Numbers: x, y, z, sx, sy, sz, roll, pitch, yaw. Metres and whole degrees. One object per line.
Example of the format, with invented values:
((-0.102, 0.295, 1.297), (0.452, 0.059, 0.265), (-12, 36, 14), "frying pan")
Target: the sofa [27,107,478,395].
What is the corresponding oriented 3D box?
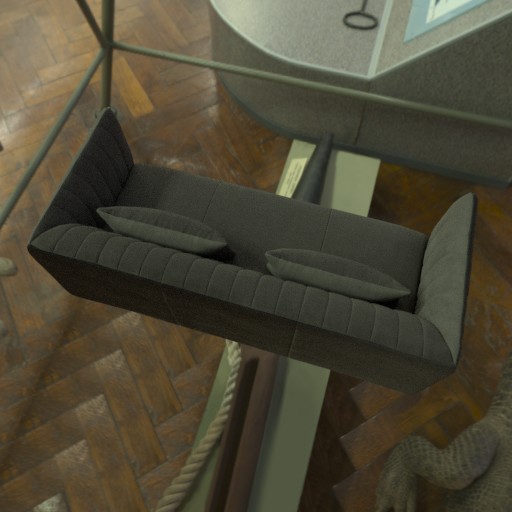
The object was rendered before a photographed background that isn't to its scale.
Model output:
((0.000, 0.000, 2.347), (1.980, 0.780, 0.876), (15, 65, 7), "sofa")
